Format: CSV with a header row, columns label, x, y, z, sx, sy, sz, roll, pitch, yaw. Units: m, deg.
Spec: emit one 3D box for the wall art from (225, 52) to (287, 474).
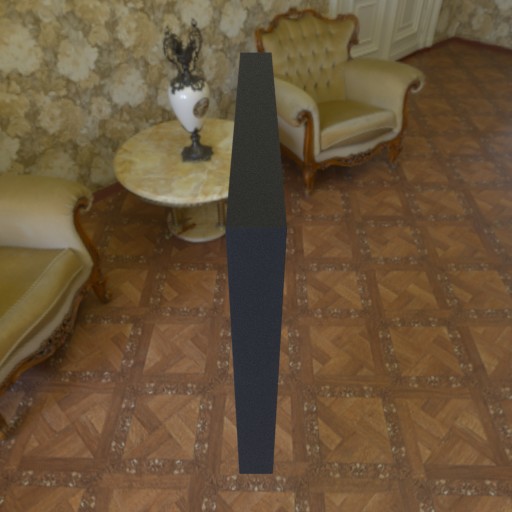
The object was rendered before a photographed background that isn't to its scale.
label,x,y,z,sx,sy,sz,roll,pitch,yaw
wall art,0.000,0.000,0.452,0.033,0.304,0.305,0,41,0
